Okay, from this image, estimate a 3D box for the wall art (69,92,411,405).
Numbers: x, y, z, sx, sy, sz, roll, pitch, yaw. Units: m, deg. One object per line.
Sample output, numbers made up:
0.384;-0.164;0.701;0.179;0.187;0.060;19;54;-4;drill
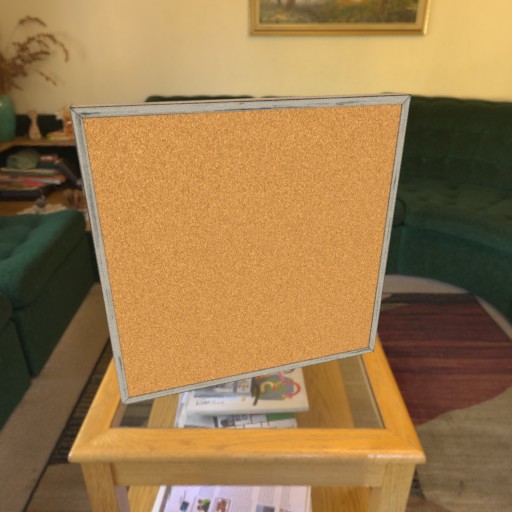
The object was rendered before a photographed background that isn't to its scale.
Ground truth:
0.000;0.000;1.133;0.761;0.761;0.037;-8;27;-15;wall art
